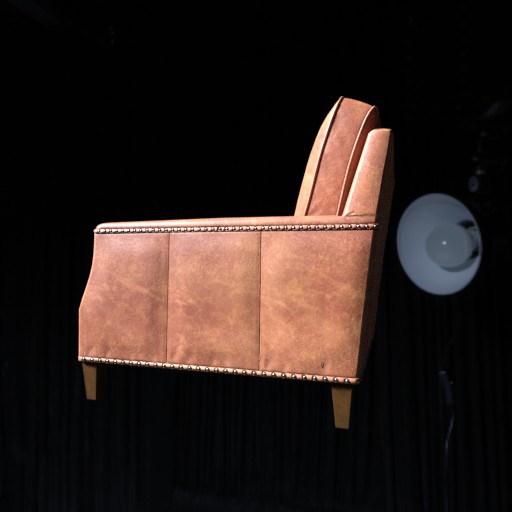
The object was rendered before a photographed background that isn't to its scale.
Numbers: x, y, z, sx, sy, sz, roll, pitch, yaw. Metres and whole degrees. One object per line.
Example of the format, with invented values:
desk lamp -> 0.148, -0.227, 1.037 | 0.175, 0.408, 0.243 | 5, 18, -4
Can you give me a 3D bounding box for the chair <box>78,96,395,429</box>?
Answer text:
chair -> 0.000, 0.000, 1.703 | 1.014, 0.943, 0.853 | 0, 0, 18
